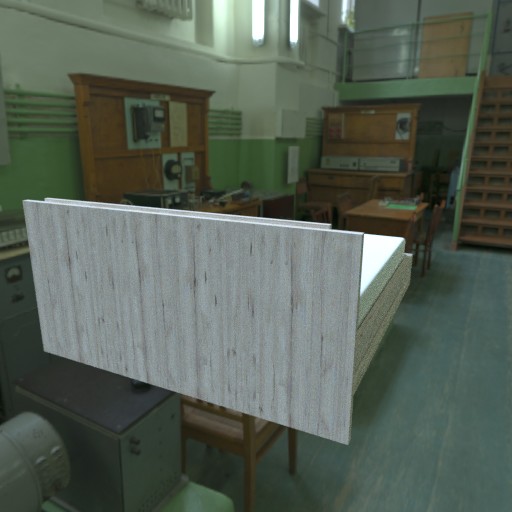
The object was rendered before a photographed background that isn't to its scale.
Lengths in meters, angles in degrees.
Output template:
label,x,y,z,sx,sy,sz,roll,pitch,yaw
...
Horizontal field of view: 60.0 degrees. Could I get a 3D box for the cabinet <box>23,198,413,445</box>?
label,x,y,z,sx,sy,sz,roll,pitch,yaw
cabinet,0.000,0.000,3.141,1.950,0.970,2.080,8,17,26
